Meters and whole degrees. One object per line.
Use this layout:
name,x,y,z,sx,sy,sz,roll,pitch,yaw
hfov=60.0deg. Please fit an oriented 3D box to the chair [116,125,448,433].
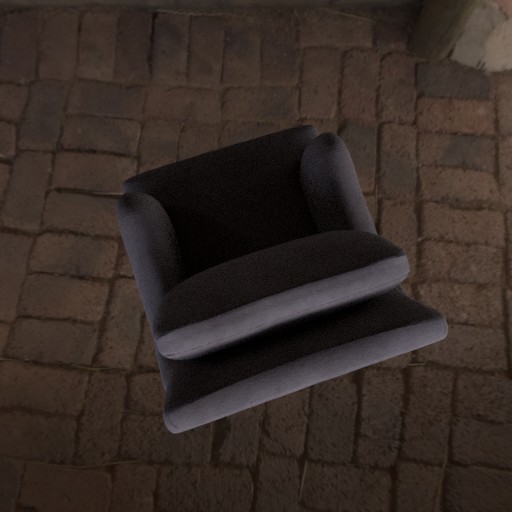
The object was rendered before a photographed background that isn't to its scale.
chair,0.000,0.000,1.834,0.955,0.997,1.070,-18,75,-5
